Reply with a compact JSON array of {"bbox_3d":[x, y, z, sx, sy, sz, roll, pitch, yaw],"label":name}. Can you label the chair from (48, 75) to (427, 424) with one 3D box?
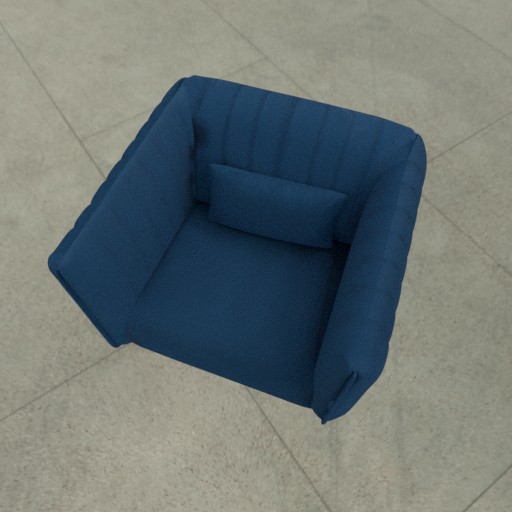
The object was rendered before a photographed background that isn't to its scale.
[{"bbox_3d":[0.000,0.000,1.589,0.947,0.793,0.877,17,61,10],"label":"chair"}]
